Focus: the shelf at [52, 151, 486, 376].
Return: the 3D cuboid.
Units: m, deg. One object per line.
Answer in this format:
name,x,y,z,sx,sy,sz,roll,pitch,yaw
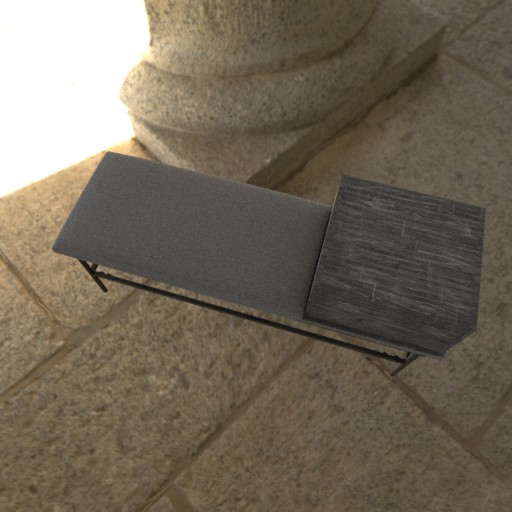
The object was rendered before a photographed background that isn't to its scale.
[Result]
shelf,0.000,0.000,1.611,1.342,0.633,0.457,15,64,7
